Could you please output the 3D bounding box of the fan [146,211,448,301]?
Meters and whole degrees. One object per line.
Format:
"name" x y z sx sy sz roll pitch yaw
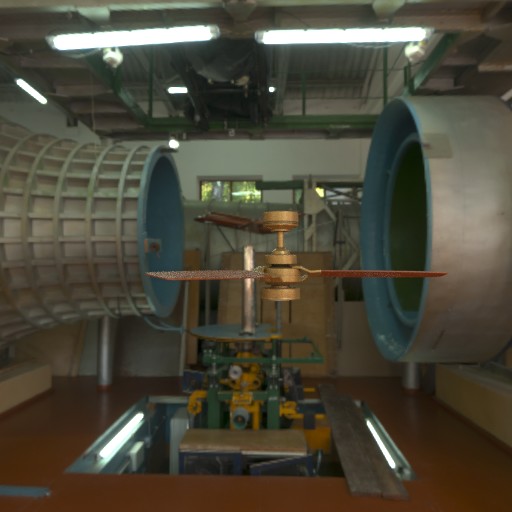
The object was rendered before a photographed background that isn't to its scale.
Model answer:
"fan" 0.000 0.000 2.059 1.416 0.425 1.271 -1 -2 37
